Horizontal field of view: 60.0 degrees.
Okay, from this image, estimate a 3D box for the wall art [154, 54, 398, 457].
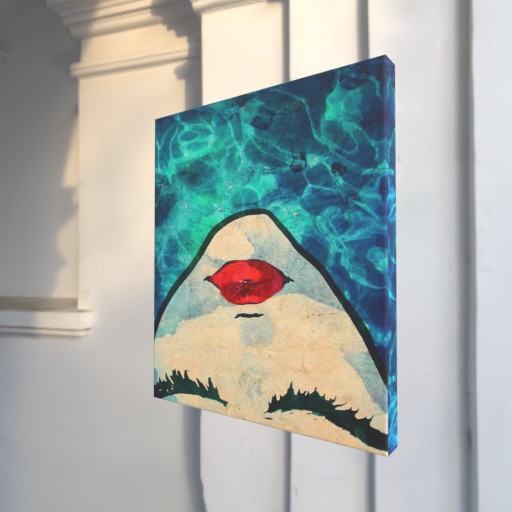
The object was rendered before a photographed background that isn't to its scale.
[{"bbox_3d":[0.000,0.000,0.699,0.432,0.508,0.038,-1,-1,36],"label":"wall art"}]
